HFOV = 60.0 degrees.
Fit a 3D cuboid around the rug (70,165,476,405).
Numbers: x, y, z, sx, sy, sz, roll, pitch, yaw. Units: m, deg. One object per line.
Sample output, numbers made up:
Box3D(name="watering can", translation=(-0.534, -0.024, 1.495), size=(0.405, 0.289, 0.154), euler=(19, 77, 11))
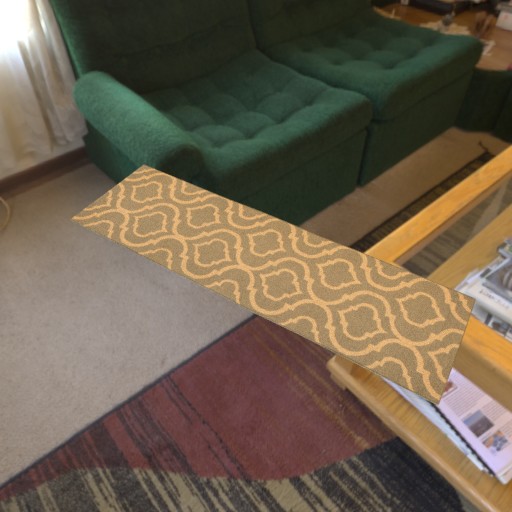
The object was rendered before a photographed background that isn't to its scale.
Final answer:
Box3D(name="rug", translation=(0.000, 0.000, 2.517), size=(2.275, 0.009, 0.684), euler=(24, 51, 21))
